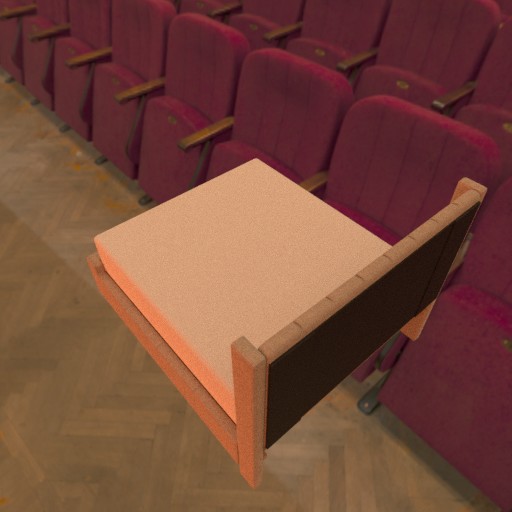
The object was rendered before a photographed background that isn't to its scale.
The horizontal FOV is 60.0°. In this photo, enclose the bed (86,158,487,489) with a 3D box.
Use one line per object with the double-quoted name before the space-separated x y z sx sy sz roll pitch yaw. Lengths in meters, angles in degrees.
"bed" 0.000 0.000 3.685 2.045 1.743 2.370 -32 54 -27
